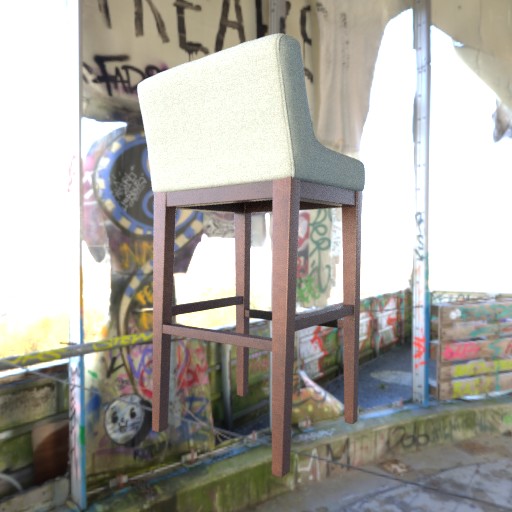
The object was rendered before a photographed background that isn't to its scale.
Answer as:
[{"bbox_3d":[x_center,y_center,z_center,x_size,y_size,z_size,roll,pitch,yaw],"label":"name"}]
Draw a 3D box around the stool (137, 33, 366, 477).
[{"bbox_3d":[0.000,0.000,1.326,0.511,1.037,0.500,1,1,37],"label":"stool"}]
